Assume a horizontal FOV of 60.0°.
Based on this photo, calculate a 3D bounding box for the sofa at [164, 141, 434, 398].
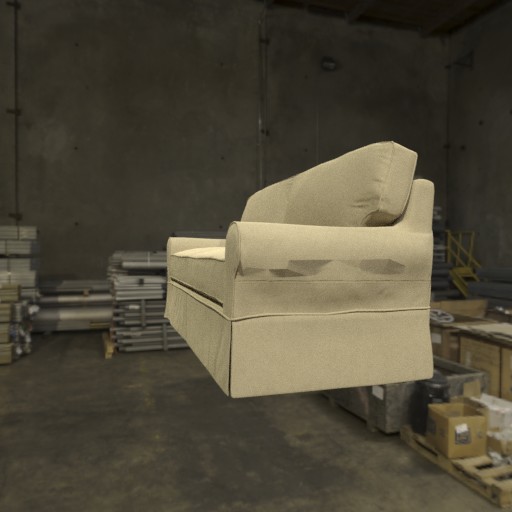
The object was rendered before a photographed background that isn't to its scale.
[{"bbox_3d":[0.000,0.000,2.705,0.900,1.014,2.246,0,1,-18],"label":"sofa"}]
